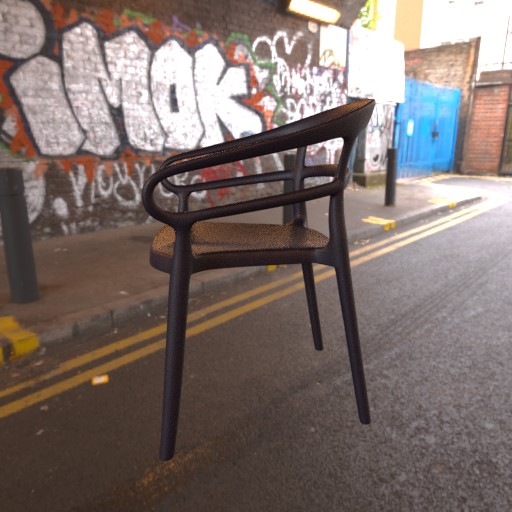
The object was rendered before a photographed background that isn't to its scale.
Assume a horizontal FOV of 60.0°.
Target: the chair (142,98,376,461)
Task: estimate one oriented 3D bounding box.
[{"bbox_3d":[0.000,0.000,1.134,0.527,0.761,0.559,-2,15,-8],"label":"chair"}]
